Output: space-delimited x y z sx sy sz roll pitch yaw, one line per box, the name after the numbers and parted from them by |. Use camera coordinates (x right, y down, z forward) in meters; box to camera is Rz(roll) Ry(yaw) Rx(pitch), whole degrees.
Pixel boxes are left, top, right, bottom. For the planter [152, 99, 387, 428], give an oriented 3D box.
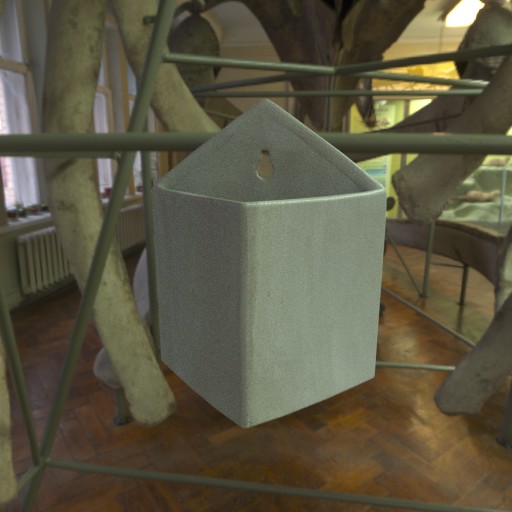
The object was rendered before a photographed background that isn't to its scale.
0.000 0.000 0.279 0.163 0.194 0.080 2 14 9 | planter
